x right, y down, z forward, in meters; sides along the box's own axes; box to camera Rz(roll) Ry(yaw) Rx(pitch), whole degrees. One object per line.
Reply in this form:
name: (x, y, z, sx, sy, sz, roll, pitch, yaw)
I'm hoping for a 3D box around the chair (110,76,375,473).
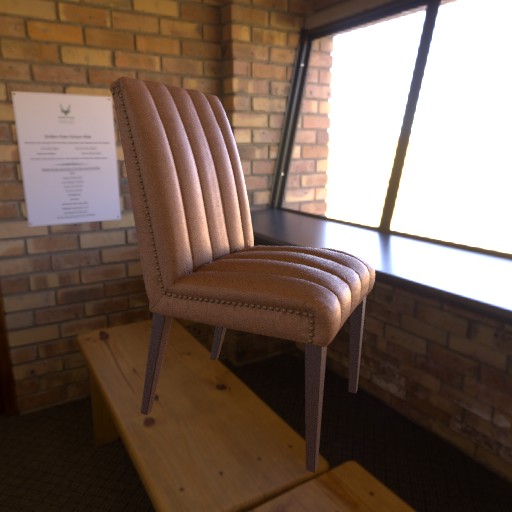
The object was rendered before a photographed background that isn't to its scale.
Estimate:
chair: (0.000, 0.000, 1.362, 0.647, 1.016, 0.511, 7, 15, 26)
